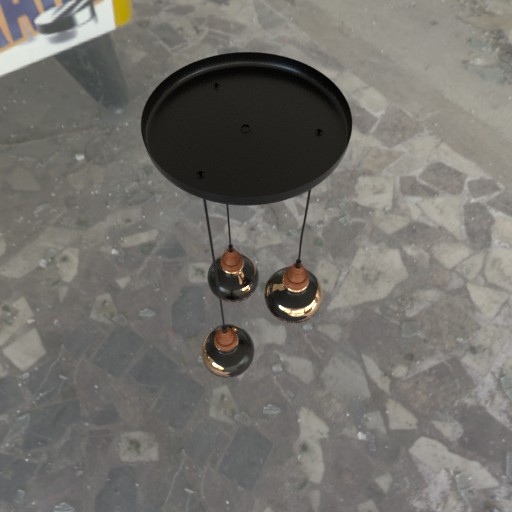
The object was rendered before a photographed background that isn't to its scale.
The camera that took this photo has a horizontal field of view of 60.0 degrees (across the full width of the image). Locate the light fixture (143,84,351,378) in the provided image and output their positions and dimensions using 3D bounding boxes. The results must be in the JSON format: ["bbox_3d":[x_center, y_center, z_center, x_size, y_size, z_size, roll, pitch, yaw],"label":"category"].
[{"bbox_3d":[0.000,0.000,1.773,0.605,1.410,0.608,0,58,0],"label":"light fixture"}]
